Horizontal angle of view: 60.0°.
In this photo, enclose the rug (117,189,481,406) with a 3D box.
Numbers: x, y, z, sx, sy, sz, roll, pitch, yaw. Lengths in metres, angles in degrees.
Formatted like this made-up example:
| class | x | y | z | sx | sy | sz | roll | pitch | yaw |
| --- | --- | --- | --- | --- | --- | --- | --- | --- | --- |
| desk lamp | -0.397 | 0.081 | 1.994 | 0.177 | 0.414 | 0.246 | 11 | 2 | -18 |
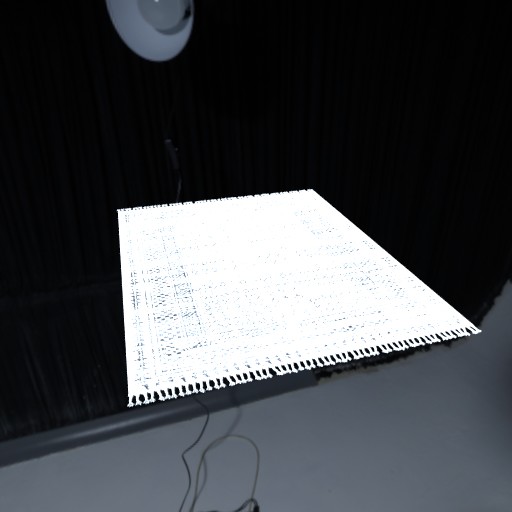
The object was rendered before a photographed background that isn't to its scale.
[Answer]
| class | x | y | z | sx | sy | sz | roll | pitch | yaw |
| --- | --- | --- | --- | --- | --- | --- | --- | --- | --- |
| rug | 0.000 | 0.000 | 3.914 | 2.312 | 0.013 | 2.940 | -8 | 29 | -14 |
